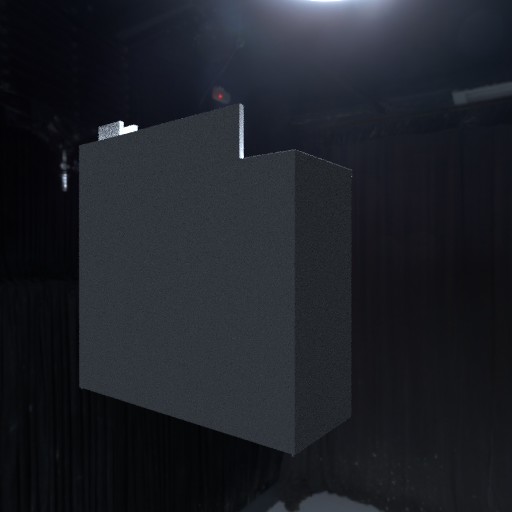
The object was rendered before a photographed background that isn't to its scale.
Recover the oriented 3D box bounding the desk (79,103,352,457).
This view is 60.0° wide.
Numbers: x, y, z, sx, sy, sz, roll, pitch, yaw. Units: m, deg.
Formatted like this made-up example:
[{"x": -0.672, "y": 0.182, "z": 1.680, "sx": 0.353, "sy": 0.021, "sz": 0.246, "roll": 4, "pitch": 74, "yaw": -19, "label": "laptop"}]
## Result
[{"x": 0.000, "y": 0.000, "z": 1.744, "sx": 0.940, "sy": 0.986, "sz": 0.940, "roll": 0, "pitch": 0, "yaw": 37, "label": "desk"}]
